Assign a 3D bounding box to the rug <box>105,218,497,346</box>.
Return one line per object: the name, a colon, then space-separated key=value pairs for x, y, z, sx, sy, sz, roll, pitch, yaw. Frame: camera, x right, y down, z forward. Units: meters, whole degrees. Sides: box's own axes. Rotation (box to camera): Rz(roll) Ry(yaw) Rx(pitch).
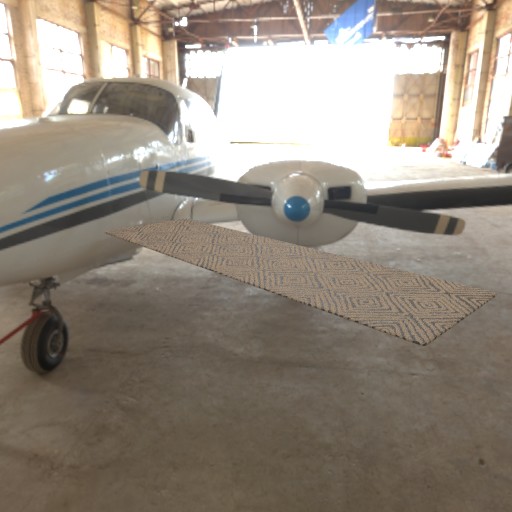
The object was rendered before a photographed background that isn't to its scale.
rug: x=0.000 y=0.000 z=2.455 sx=0.676 sy=0.008 sz=2.277 roll=-15 pitch=22 yaw=-42
